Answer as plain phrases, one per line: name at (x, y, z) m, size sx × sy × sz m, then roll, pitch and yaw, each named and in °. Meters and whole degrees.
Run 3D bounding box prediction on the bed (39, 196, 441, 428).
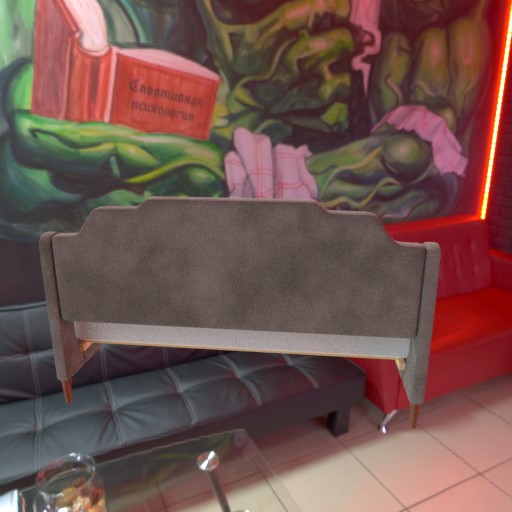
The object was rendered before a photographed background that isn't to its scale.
bed at (0.000, 0.000, 3.460) m, size 2.074 × 1.245 × 2.340 m, roll 2°, pitch 16°, yaw 6°
